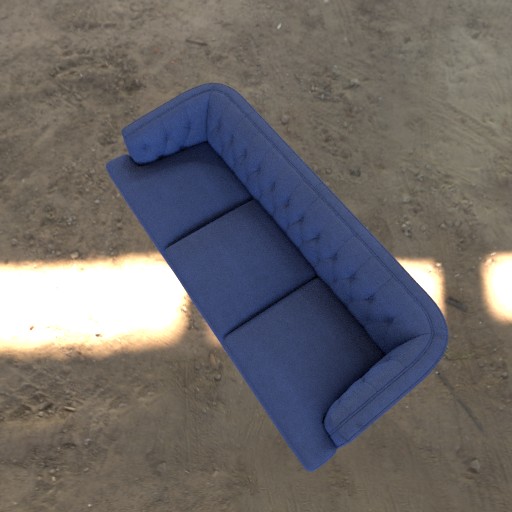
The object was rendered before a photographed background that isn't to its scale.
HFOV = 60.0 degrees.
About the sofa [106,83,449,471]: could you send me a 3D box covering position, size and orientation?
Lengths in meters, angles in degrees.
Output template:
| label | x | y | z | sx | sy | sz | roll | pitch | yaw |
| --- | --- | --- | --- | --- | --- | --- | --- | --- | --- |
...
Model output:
| label | x | y | z | sx | sy | sz | roll | pitch | yaw |
| --- | --- | --- | --- | --- | --- | --- | --- | --- | --- |
| sofa | 0.000 | 0.000 | 2.664 | 0.914 | 0.787 | 2.235 | -31 | 66 | -15 |
